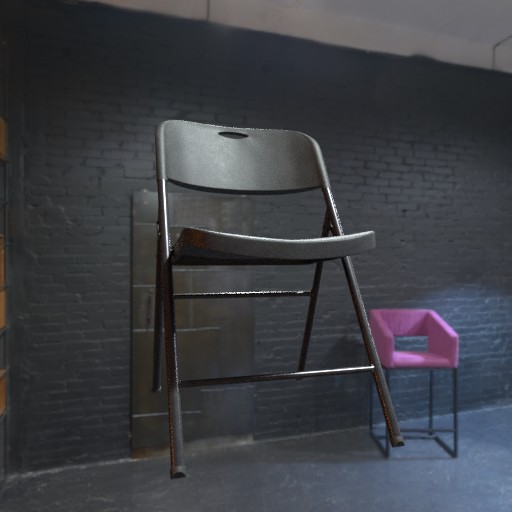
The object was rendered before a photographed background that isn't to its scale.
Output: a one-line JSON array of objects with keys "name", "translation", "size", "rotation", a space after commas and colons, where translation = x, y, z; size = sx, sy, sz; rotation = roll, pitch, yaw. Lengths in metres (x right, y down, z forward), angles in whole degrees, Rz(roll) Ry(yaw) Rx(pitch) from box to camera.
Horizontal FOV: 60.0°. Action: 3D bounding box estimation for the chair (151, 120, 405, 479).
[{"name": "chair", "translation": [0.000, 0.000, 1.136], "size": [0.494, 0.810, 0.566], "rotation": [0, 0, -17]}]
